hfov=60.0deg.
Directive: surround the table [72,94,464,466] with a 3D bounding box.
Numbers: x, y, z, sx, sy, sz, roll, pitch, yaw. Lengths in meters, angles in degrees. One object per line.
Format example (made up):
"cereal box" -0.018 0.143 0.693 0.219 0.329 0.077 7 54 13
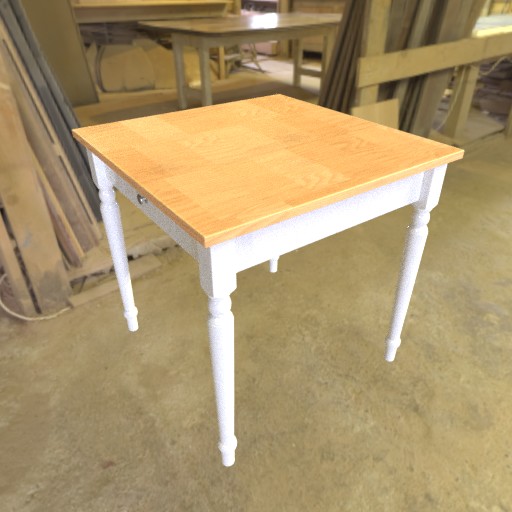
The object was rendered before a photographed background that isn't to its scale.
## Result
"table" 0.000 0.000 1.377 0.747 0.738 0.747 -21 38 -29
